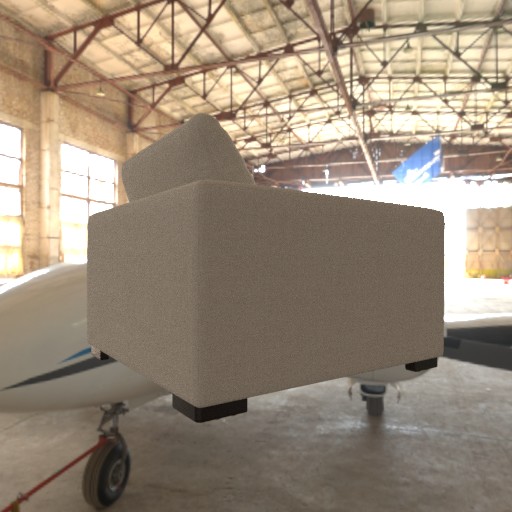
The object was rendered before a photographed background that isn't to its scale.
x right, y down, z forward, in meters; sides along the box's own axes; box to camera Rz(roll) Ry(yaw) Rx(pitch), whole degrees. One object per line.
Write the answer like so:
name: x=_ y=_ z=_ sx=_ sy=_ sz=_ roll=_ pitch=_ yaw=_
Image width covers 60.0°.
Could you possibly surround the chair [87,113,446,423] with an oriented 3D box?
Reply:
chair: x=0.000 y=0.000 z=1.849 sx=1.100 sy=0.876 sz=1.070 roll=0 pitch=-1 yaw=-35
